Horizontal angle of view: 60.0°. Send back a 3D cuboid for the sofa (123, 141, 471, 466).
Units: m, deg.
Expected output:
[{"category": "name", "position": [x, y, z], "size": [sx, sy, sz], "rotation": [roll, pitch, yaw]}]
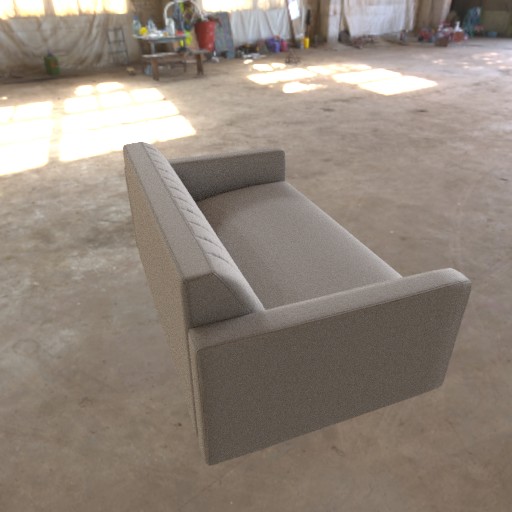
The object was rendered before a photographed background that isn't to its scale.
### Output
[{"category": "sofa", "position": [0.000, 0.000, 2.054], "size": [0.950, 0.801, 1.585], "rotation": [-11, 33, -18]}]
